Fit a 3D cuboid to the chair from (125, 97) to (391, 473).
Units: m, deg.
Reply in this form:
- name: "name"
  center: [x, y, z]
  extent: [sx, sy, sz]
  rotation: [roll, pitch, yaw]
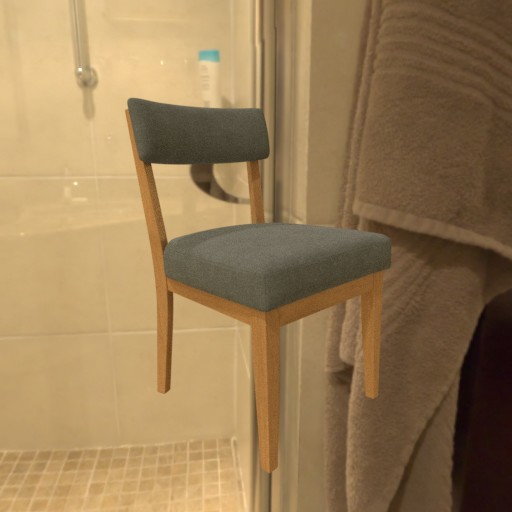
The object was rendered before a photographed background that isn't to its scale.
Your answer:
- name: "chair"
  center: [0.000, 0.000, 1.229]
  extent: [0.508, 0.832, 0.572]
  rotation: [-13, 19, -43]
